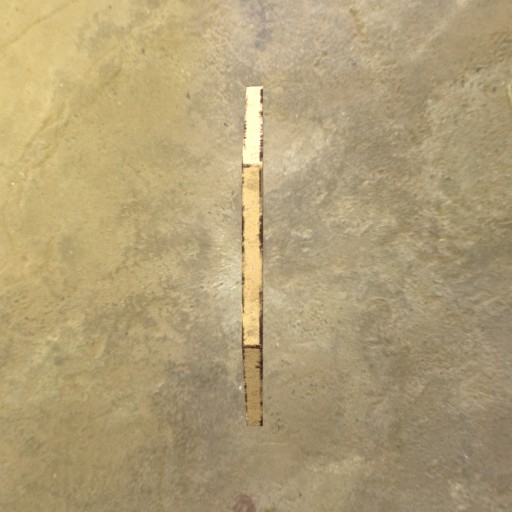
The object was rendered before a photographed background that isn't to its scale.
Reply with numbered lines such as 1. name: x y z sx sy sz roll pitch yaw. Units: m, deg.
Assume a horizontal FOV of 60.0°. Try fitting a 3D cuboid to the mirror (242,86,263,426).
1. mirror: 0.000 0.000 0.976 0.031 0.648 0.648 0 90 1
